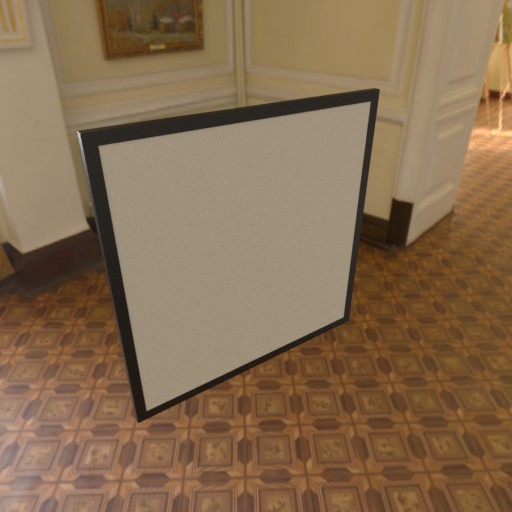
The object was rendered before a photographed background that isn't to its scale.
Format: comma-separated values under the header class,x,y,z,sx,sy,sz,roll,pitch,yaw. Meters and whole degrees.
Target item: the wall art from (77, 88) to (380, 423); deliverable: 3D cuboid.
class,x,y,z,sx,sy,sz,roll,pitch,yaw
wall art,0.000,0.000,1.234,0.807,0.807,0.022,-19,35,-29
